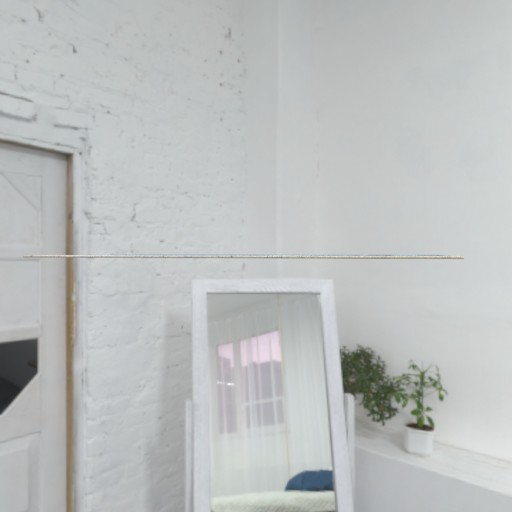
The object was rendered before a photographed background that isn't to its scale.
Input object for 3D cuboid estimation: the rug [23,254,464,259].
[{"bbox_3d":[0.000,0.000,2.288,1.836,0.009,1.232,0,0,19],"label":"rug"}]
